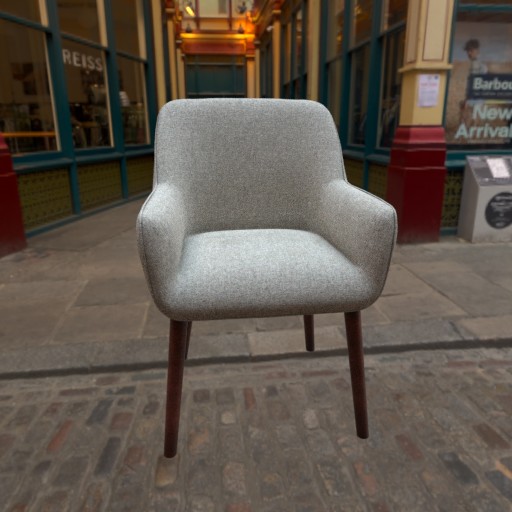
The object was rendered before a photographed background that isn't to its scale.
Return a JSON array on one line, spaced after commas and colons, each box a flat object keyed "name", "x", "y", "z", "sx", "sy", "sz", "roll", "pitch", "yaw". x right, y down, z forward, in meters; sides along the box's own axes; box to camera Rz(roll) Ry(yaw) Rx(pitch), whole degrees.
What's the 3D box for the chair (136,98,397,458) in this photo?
[{"name": "chair", "x": 0.000, "y": 0.000, "z": 1.166, "sx": 0.543, "sy": 0.803, "sz": 0.519, "roll": -2, "pitch": 17, "yaw": -8}]
